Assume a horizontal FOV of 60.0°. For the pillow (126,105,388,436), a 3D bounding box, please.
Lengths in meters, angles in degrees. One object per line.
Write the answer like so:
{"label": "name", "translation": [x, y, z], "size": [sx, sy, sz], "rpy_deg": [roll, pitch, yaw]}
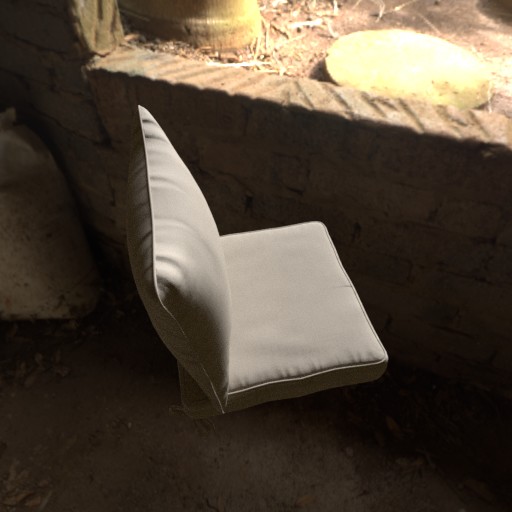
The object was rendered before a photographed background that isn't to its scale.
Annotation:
{"label": "pillow", "translation": [0.000, 0.000, 1.404], "size": [0.733, 0.716, 0.798], "rpy_deg": [-9, 48, -9]}
